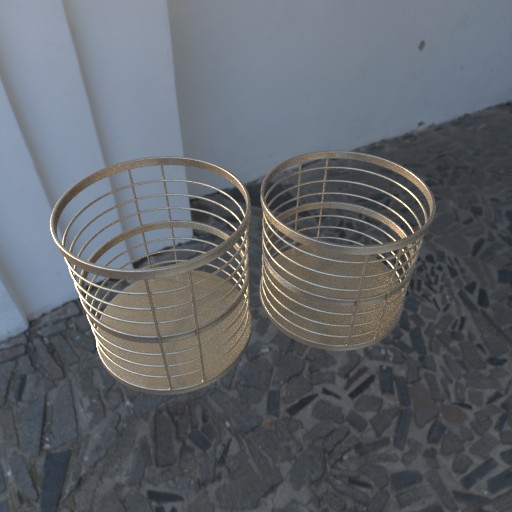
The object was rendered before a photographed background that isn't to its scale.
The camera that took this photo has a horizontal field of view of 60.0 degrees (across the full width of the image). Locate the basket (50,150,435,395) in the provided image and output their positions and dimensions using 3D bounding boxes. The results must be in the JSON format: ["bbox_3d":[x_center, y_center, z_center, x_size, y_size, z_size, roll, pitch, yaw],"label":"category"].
[{"bbox_3d":[0.000,0.000,0.965,0.746,0.351,0.356,-11,43,-12],"label":"basket"}]
